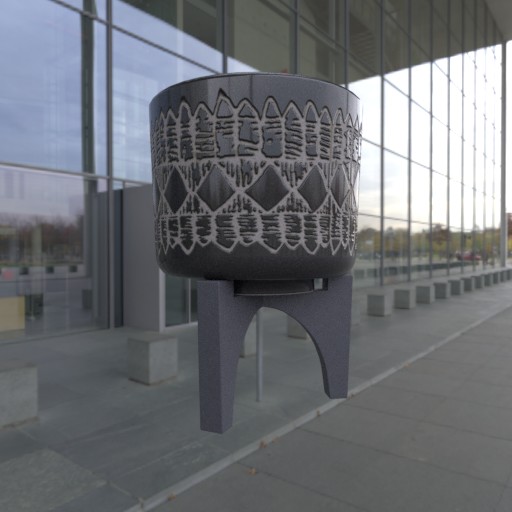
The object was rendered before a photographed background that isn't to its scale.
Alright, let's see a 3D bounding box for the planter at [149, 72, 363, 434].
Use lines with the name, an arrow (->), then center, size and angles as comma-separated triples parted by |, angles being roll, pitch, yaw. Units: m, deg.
planter -> 0.000, 0.000, 0.275 | 0.129, 0.177, 0.129 | 0, 1, 0
